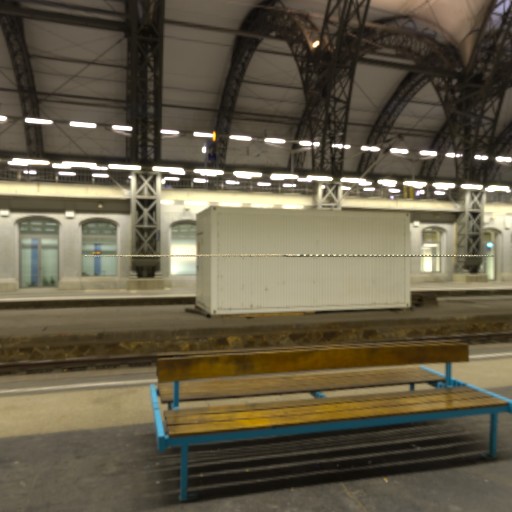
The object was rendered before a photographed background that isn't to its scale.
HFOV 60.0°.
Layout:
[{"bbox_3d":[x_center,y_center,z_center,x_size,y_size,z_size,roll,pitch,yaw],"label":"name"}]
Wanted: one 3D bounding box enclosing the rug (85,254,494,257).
[{"bbox_3d":[0.000,0.000,3.002,1.524,0.010,2.438,0,0,-38],"label":"rug"}]
